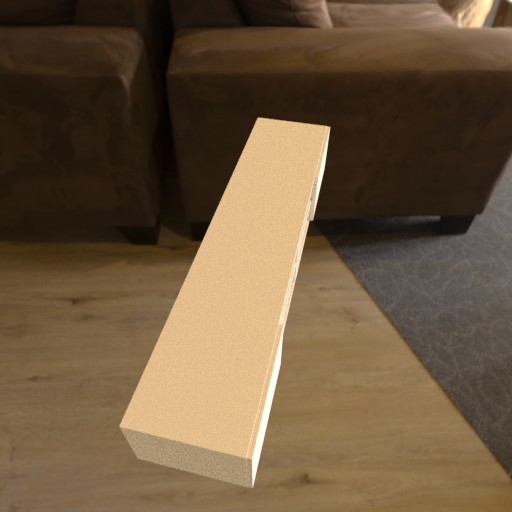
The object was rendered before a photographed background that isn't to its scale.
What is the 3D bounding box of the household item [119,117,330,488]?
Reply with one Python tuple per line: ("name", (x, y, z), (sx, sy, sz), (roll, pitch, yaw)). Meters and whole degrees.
("household item", (0.000, 0.000, 2.047), (0.420, 0.310, 1.850), (10, 48, 9))
